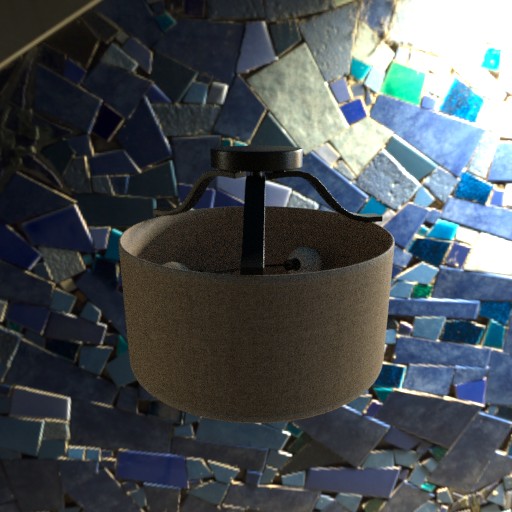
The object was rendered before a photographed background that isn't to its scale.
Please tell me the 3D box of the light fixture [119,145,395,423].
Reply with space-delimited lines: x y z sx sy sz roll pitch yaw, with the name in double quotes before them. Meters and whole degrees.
"light fixture" 0.000 0.000 0.647 0.390 0.306 0.390 0 17 0
